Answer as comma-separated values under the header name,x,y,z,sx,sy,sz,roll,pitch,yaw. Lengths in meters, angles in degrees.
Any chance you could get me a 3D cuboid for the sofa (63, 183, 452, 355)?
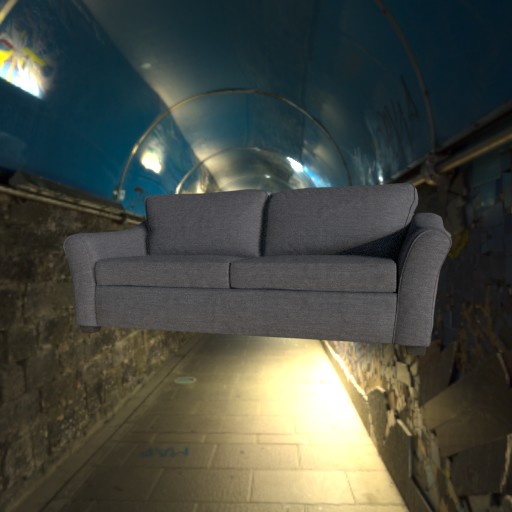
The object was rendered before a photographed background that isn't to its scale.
name,x,y,z,sx,sy,sz,roll,pitch,yaw
sofa,0.000,0.000,2.842,2.270,0.950,0.971,0,0,18
